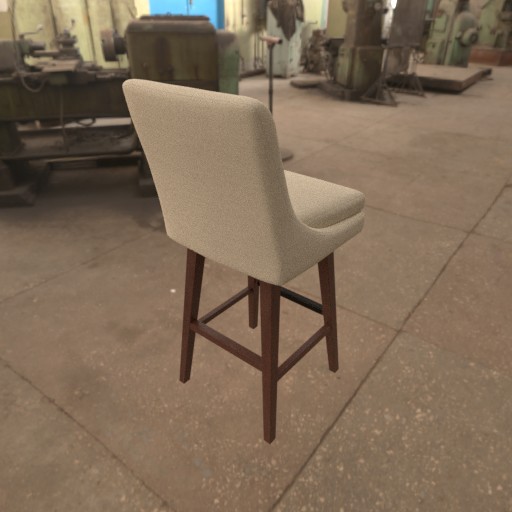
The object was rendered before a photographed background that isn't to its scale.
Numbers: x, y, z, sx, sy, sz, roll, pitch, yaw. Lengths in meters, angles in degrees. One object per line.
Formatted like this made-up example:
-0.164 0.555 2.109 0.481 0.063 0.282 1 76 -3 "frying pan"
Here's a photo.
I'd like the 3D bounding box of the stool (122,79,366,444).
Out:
0.000 0.000 1.426 0.483 1.093 0.559 23 37 33 "stool"
